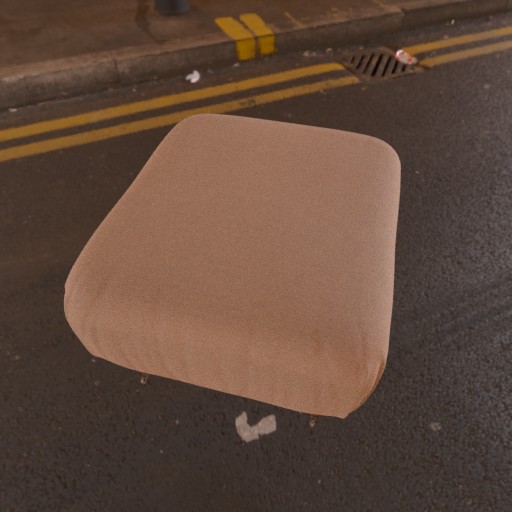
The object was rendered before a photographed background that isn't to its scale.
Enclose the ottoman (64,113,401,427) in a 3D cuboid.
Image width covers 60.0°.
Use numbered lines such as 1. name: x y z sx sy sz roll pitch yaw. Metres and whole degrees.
1. ottoman: 0.000 0.000 1.127 0.639 0.450 0.746 11 48 10
